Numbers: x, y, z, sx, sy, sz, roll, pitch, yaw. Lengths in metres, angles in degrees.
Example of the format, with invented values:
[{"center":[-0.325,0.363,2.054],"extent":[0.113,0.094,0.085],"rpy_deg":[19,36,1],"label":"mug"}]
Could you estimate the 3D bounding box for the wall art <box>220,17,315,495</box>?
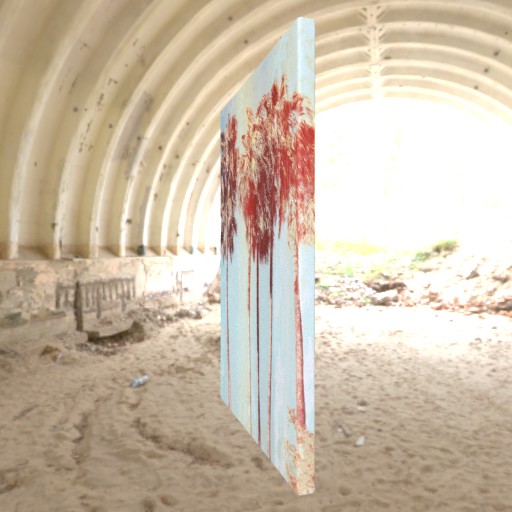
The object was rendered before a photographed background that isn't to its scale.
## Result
[{"center":[0.000,0.000,1.134],"extent":[0.037,0.915,0.605],"rpy_deg":[0,1,-19],"label":"wall art"}]
